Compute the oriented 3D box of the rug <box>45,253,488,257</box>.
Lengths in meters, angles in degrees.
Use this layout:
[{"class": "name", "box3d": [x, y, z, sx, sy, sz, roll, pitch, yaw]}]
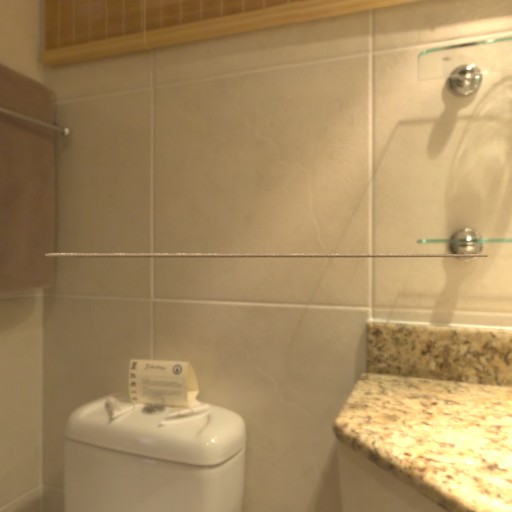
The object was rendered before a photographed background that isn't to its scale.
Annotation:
[{"class": "rug", "box3d": [0.000, 0.000, 3.493, 2.746, 0.018, 1.819, 0, 0, -16]}]
